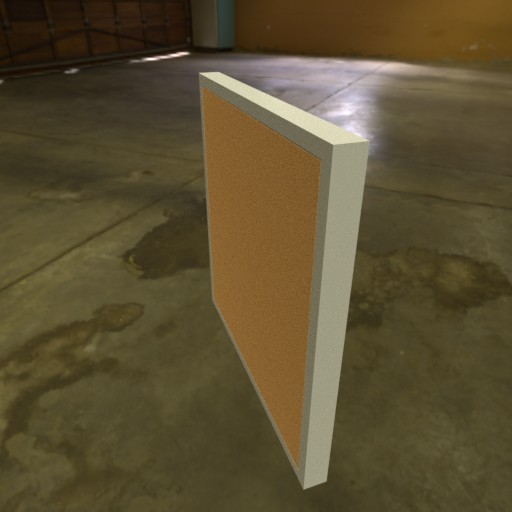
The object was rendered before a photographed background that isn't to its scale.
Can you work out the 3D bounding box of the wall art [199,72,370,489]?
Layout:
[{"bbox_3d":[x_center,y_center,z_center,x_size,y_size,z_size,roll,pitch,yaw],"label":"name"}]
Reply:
[{"bbox_3d":[0.000,0.000,0.733,0.038,0.506,0.506,-10,31,-17],"label":"wall art"}]
